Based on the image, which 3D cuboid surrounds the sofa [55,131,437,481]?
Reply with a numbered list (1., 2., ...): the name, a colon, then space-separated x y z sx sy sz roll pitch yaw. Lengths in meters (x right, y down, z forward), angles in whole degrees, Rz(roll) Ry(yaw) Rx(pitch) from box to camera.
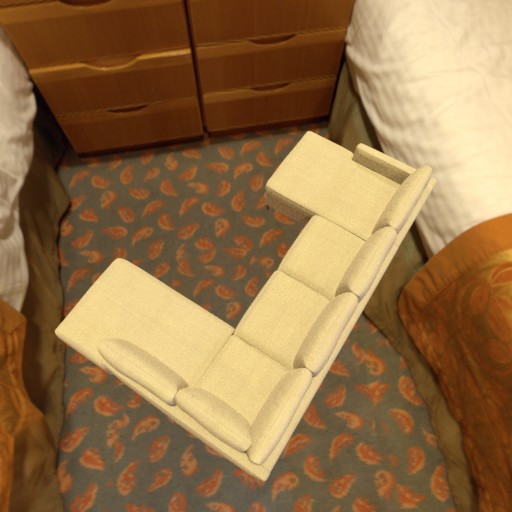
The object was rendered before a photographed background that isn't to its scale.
1. sofa: 0.000 0.000 3.589 1.879 0.756 2.737 30 68 14
